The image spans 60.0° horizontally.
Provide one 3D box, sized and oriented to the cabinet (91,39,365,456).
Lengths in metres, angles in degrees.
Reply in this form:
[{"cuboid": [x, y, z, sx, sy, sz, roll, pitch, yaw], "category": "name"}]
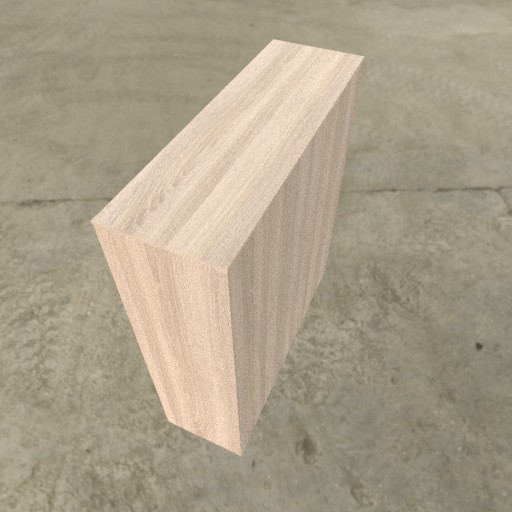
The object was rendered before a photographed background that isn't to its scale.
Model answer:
[{"cuboid": [0.000, 0.000, 3.012, 0.620, 2.060, 1.870, 19, 51, 16], "category": "cabinet"}]
